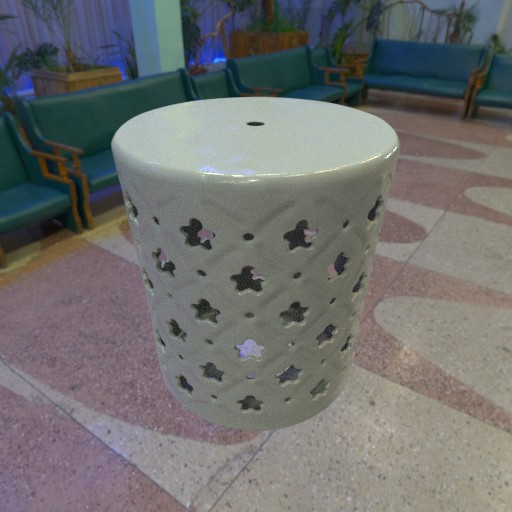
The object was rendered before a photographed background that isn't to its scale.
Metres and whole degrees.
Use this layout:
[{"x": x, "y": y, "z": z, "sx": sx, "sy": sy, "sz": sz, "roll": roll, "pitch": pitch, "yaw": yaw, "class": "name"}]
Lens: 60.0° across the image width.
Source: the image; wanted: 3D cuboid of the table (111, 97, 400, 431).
[{"x": 0.000, "y": 0.000, "z": 0.652, "sx": 0.352, "sy": 0.387, "sz": 0.352, "roll": 0, "pitch": 31, "yaw": 0, "class": "table"}]
